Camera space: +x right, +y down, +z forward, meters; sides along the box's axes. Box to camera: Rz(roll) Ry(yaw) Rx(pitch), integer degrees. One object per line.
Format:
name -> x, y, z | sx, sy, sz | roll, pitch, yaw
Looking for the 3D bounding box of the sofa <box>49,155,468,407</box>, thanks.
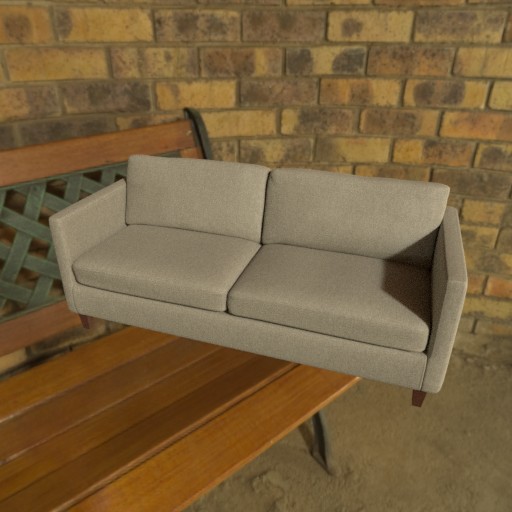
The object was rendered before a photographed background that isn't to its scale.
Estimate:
sofa -> 0.000, 0.000, 2.666 | 2.208, 0.963, 0.956 | 9, 29, 17
